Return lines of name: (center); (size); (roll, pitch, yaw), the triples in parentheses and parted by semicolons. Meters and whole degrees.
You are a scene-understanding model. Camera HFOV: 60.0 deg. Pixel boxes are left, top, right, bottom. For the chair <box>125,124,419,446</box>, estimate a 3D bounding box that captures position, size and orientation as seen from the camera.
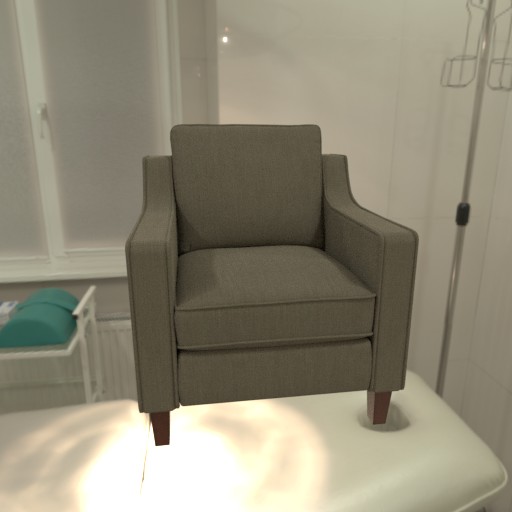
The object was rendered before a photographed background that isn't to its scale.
chair: (0.000, 0.000, 1.674); (0.831, 0.960, 0.909); (-2, 16, -8)
